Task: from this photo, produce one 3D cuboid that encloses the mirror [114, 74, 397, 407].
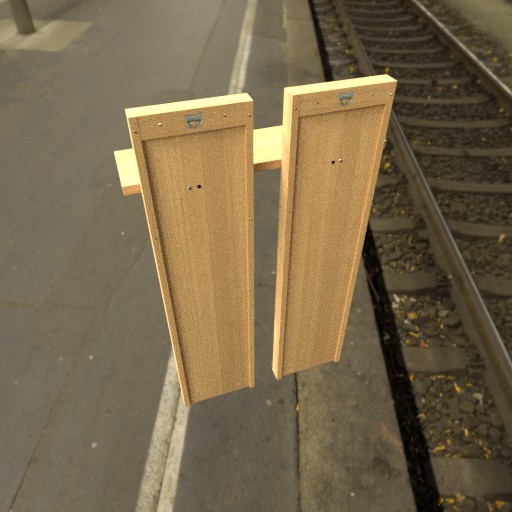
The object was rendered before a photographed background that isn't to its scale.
[{"bbox_3d":[0.000,0.000,1.596,0.800,1.250,0.260,-13,43,-14],"label":"mirror"}]
